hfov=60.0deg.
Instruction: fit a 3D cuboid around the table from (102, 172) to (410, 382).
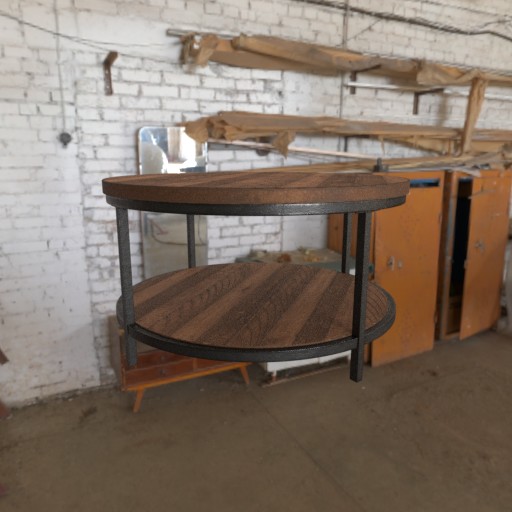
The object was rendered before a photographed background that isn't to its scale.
[{"bbox_3d":[0.000,0.000,1.321,0.837,0.462,0.837,0,13,0],"label":"table"}]
